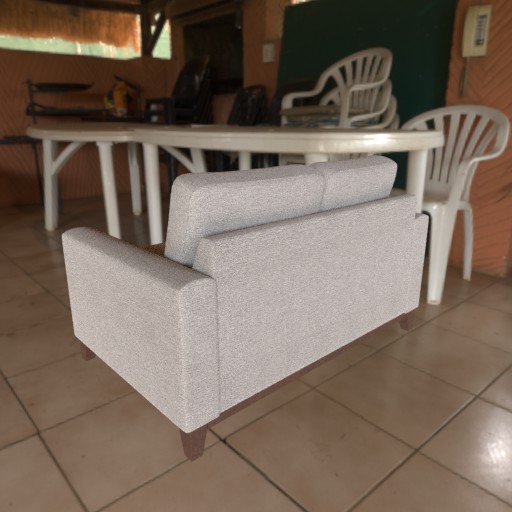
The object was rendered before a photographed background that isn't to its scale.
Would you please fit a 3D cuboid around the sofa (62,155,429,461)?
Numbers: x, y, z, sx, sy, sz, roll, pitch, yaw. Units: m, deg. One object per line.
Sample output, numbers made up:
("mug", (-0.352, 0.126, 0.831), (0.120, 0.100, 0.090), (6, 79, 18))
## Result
("sofa", (0.000, 0.000, 2.029), (1.420, 0.873, 0.917), (-15, 23, -40))
